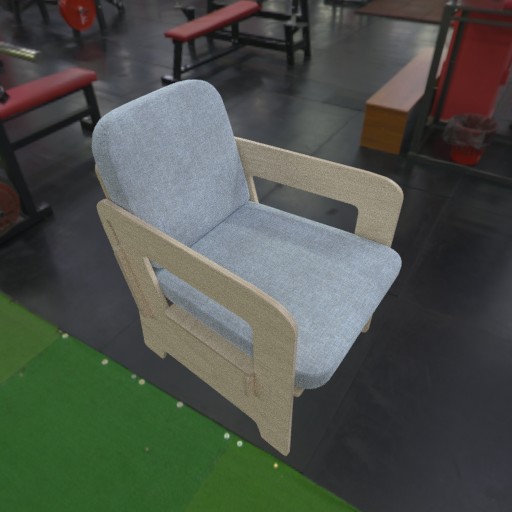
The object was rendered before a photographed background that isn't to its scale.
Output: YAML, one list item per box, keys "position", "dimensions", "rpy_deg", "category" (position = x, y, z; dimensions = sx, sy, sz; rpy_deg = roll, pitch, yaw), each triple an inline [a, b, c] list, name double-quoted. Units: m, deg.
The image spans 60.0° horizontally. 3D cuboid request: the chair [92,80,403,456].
- position: [0.000, 0.000, 1.264]
  dimensions: [0.710, 0.800, 0.590]
  rpy_deg: [24, 46, 26]
  category: "chair"
